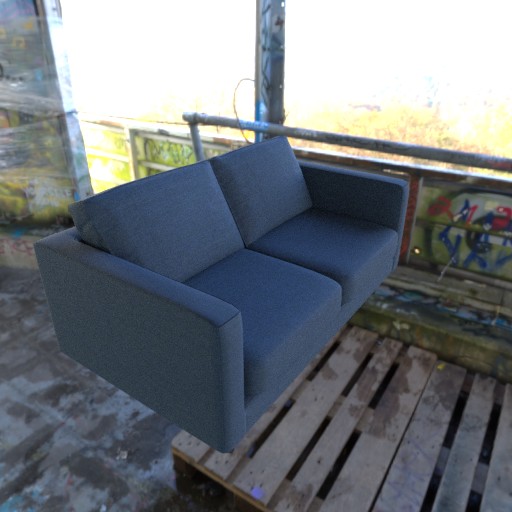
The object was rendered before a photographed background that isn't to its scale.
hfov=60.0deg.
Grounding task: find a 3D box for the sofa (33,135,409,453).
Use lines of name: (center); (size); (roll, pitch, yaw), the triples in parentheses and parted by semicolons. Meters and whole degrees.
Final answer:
sofa: (0.000, 0.000, 2.210); (0.999, 0.907, 1.659); (18, 32, 31)
